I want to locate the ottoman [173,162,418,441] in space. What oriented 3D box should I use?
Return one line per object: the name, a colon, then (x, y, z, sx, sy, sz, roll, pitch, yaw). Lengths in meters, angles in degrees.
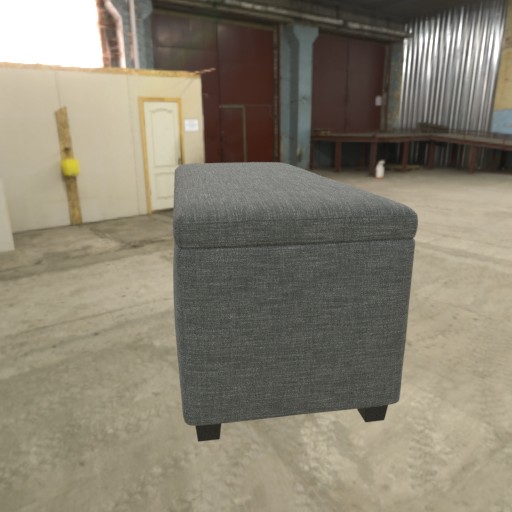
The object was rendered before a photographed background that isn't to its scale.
ottoman: (0.000, 0.000, 1.159, 0.419, 0.432, 0.902, -3, 17, -9)
